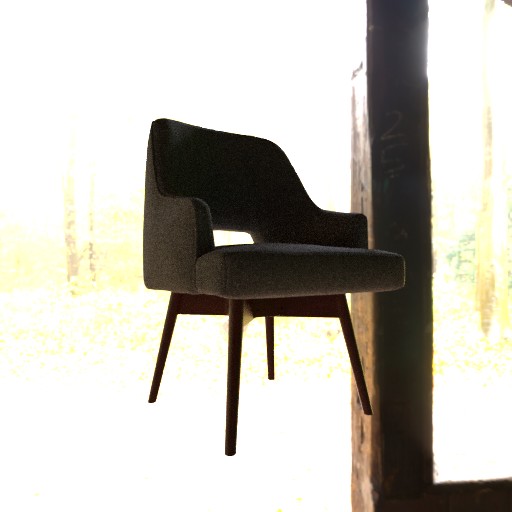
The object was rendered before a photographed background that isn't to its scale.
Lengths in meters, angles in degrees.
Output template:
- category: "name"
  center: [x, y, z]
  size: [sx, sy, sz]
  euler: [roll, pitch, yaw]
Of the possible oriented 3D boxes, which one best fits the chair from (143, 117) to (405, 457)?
- category: "chair"
  center: [0.000, 0.000, 1.281]
  size: [0.608, 0.875, 0.629]
  euler: [1, -1, -35]
